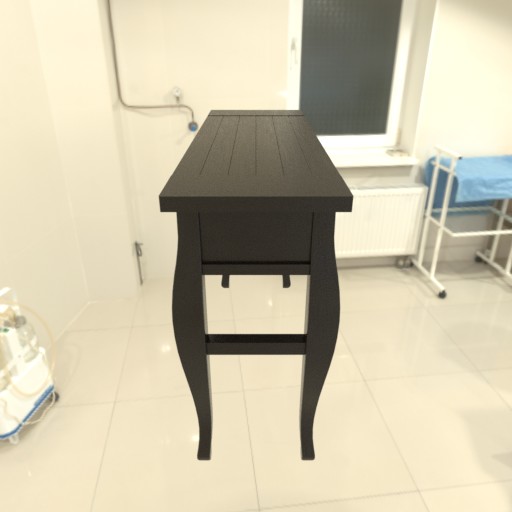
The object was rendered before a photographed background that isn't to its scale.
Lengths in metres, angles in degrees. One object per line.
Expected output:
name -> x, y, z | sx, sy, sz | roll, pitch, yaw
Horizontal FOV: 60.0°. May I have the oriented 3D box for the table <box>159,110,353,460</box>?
table -> 0.000, 0.000, 1.454 | 0.373, 0.768, 1.062 | 0, 26, 0
